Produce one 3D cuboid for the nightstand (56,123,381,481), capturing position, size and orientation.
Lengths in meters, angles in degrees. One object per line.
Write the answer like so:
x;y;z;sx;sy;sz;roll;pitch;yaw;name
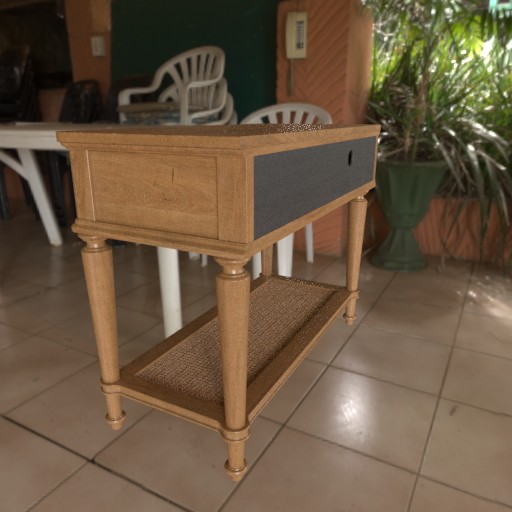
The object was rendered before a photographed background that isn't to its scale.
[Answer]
0.000;0.000;1.255;0.432;0.700;0.914;9;20;26;nightstand
